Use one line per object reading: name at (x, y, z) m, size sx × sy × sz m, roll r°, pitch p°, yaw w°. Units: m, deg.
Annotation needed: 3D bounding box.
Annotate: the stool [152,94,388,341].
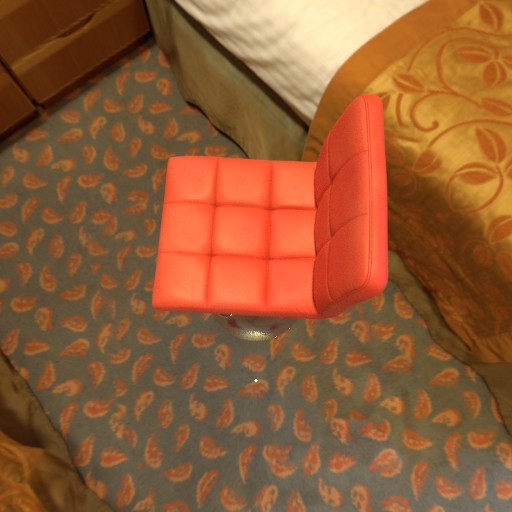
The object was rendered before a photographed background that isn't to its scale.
stool at (0.000, 0.000, 1.368) m, size 0.505 × 1.115 × 0.430 m, roll 3°, pitch 74°, yaw 1°
